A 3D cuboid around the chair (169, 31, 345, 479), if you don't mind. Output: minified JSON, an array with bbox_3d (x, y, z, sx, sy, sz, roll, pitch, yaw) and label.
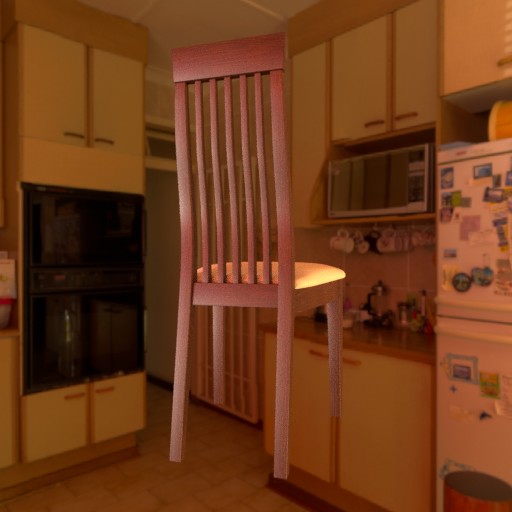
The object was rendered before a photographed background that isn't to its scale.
[{"bbox_3d":[0.000,0.000,1.277,0.460,1.027,0.474,0,0,17],"label":"chair"}]
